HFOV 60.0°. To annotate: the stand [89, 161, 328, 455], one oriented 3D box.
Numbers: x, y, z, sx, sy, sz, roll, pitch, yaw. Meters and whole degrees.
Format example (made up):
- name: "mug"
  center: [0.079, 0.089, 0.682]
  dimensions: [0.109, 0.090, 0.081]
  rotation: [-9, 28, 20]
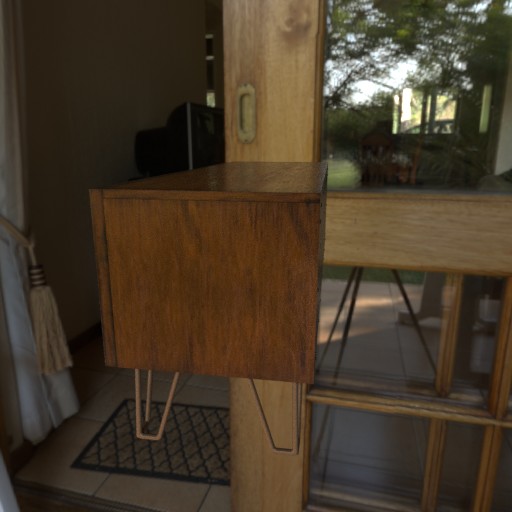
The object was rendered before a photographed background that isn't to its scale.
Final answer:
- name: "stand"
  center: [0.000, 0.000, 1.599]
  dimensions: [0.481, 0.610, 1.372]
  rotation: [2, 15, 9]
